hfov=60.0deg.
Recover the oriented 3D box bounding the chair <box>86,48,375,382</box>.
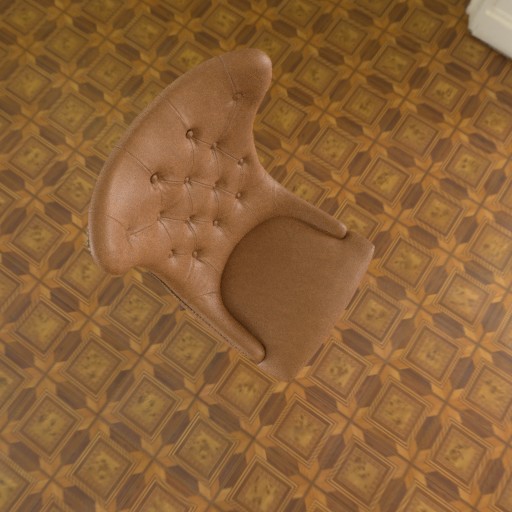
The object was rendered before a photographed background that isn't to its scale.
[{"bbox_3d":[0.000,0.000,1.421,0.669,1.065,0.611,34,78,8],"label":"chair"}]
